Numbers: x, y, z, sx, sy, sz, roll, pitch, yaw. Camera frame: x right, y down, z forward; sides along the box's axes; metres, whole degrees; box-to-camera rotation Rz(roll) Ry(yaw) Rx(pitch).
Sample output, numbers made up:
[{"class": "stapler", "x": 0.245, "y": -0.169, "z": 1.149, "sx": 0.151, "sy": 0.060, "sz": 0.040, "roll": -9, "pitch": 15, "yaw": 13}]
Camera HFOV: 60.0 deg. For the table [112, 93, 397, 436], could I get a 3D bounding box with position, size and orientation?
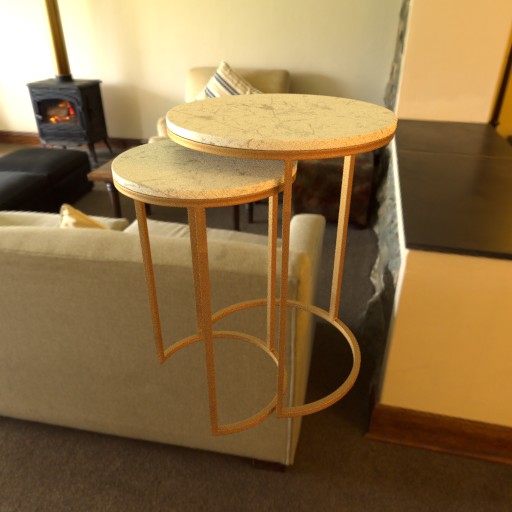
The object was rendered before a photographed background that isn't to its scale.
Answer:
[{"class": "table", "x": 0.000, "y": 0.000, "z": 0.893, "sx": 0.507, "sy": 0.550, "sz": 0.400, "roll": -19, "pitch": 34, "yaw": -30}]
